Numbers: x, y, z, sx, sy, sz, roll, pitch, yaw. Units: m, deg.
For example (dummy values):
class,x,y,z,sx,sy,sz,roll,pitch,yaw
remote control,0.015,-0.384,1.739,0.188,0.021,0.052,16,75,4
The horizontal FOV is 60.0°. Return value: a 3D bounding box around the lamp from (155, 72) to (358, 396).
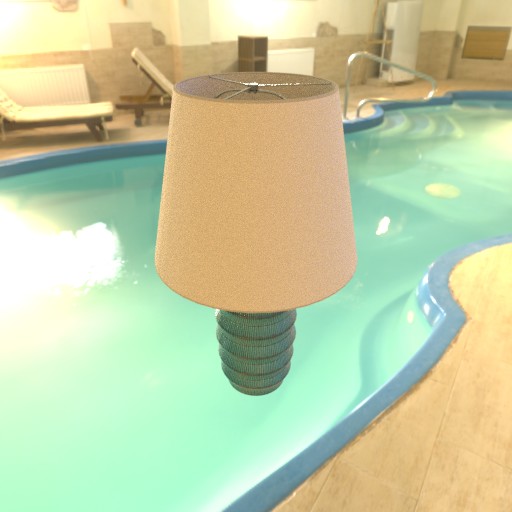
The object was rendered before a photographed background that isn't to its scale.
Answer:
class,x,y,z,sx,sy,sz,roll,pitch,yaw
lamp,0.000,0.000,0.794,0.355,0.582,0.355,0,31,0
